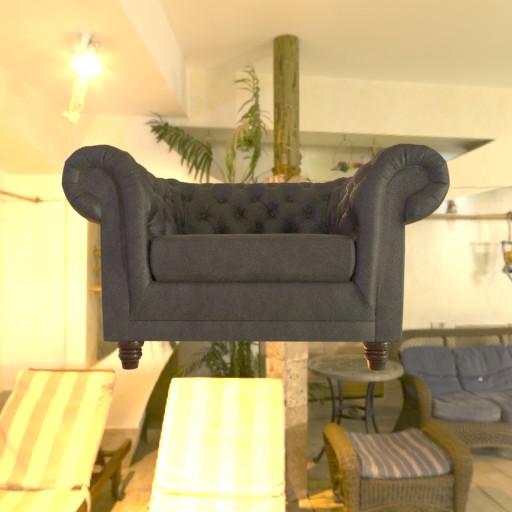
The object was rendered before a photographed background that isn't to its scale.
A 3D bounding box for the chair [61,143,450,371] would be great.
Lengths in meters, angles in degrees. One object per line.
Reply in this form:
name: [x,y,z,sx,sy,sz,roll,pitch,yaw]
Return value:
chair: [0.000,0.000,1.905,1.298,0.780,0.943,0,-1,1]
